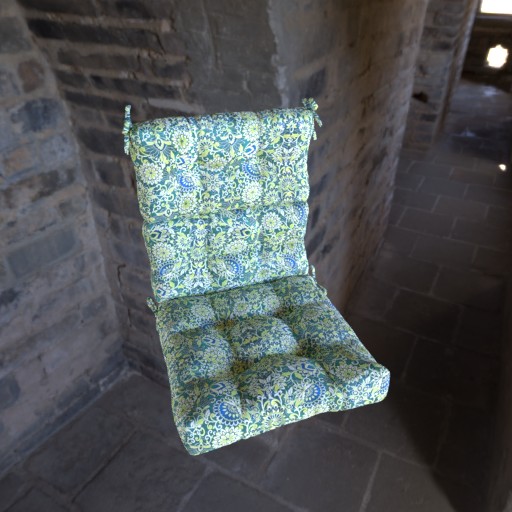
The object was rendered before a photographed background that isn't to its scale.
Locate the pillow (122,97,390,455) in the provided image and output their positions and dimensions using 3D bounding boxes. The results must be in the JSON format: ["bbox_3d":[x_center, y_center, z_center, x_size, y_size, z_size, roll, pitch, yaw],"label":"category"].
[{"bbox_3d":[0.000,0.000,1.040,0.519,0.605,0.571,-10,34,-15],"label":"pillow"}]
